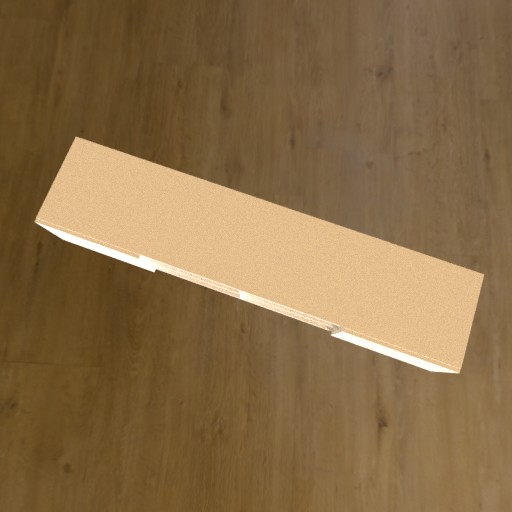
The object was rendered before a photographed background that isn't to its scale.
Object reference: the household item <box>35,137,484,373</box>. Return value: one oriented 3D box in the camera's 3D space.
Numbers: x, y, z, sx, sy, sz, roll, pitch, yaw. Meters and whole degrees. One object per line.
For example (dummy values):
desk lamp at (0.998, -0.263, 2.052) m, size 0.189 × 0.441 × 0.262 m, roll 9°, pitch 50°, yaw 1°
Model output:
household item at (0.000, 0.000, 2.006) m, size 1.850 × 0.310 × 0.420 m, roll 19°, pitch 78°, yaw 4°
